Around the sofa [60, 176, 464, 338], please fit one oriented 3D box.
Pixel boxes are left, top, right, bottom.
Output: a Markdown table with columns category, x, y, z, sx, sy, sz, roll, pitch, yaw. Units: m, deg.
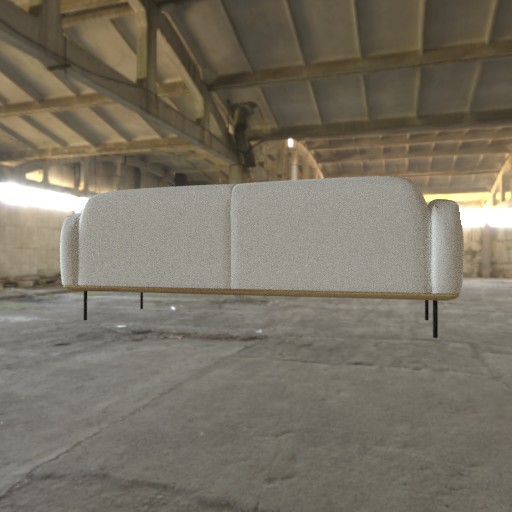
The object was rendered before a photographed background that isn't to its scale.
| category | x | y | z | sx | sy | sz | roll | pitch | yaw |
| --- | --- | --- | --- | --- | --- | --- | --- | --- | --- |
| sofa | 0.000 | 0.000 | 2.693 | 2.280 | 0.780 | 0.870 | 0 | 0 | 18 |
